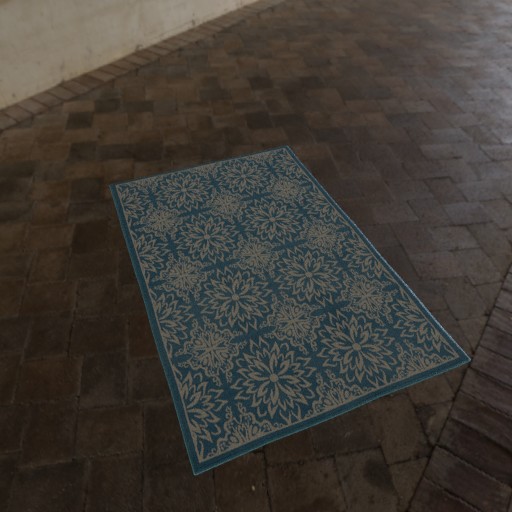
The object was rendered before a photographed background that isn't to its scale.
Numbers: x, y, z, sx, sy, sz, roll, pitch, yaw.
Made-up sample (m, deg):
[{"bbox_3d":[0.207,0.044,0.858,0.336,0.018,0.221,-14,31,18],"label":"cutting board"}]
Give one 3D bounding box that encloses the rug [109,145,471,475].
[{"bbox_3d":[0.000,0.000,2.302,1.211,0.012,1.833,-16,47,-15],"label":"rug"}]
